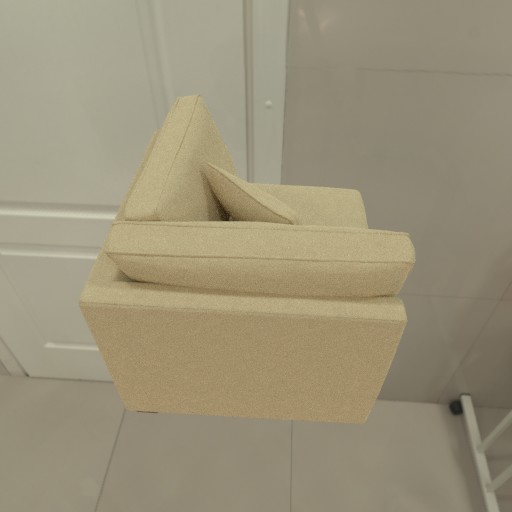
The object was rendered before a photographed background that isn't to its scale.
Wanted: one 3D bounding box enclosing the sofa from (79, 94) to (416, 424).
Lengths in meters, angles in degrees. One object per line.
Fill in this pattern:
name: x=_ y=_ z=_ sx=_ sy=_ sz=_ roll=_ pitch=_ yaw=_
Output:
sofa: x=0.000 y=0.000 z=2.015 sx=1.084 sy=1.002 sz=1.146 roll=3 pitch=45 yaw=3
